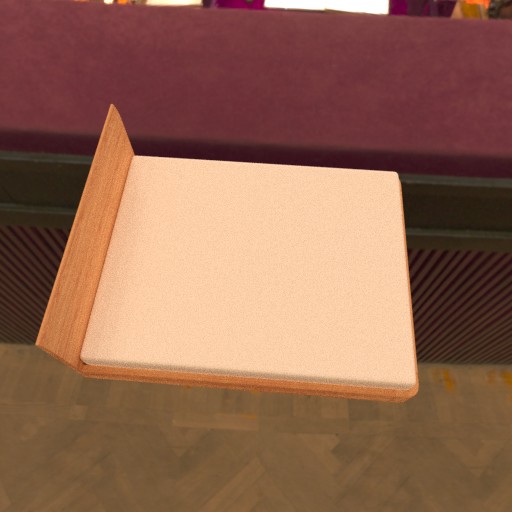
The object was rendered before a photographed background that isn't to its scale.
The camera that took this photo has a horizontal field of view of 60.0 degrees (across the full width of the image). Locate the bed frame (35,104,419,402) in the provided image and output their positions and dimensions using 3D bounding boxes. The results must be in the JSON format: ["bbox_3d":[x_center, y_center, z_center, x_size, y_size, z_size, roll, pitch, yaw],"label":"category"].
[{"bbox_3d":[0.000,0.000,2.979,2.092,0.940,1.660,4,63,2],"label":"bed frame"}]
